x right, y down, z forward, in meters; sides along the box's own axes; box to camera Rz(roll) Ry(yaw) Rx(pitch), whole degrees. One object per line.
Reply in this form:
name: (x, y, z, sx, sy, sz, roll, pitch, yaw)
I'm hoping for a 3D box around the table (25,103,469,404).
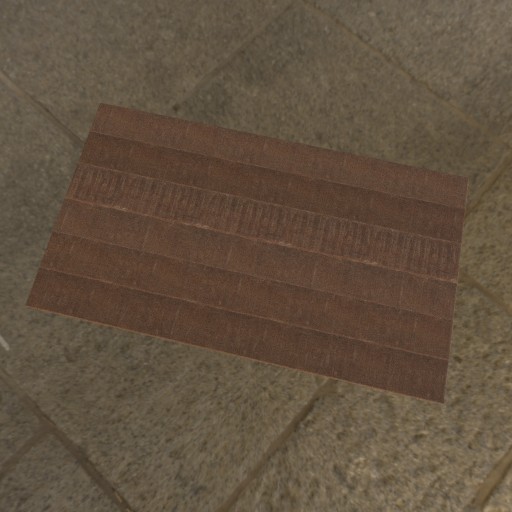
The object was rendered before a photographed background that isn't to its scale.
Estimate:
table: (0.000, 0.000, 1.754, 1.400, 0.440, 0.800, 12, 75, 3)
